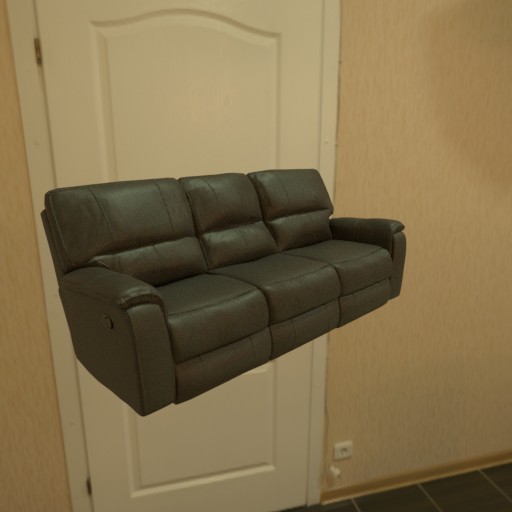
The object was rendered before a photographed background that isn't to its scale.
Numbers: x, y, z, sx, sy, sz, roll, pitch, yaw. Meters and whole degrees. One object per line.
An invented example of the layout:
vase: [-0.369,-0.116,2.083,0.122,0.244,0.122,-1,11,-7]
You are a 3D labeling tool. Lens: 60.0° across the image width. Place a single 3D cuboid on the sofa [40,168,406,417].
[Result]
sofa: [0.000,0.000,3.189,2.627,1.134,1.104,-14,20,-42]
